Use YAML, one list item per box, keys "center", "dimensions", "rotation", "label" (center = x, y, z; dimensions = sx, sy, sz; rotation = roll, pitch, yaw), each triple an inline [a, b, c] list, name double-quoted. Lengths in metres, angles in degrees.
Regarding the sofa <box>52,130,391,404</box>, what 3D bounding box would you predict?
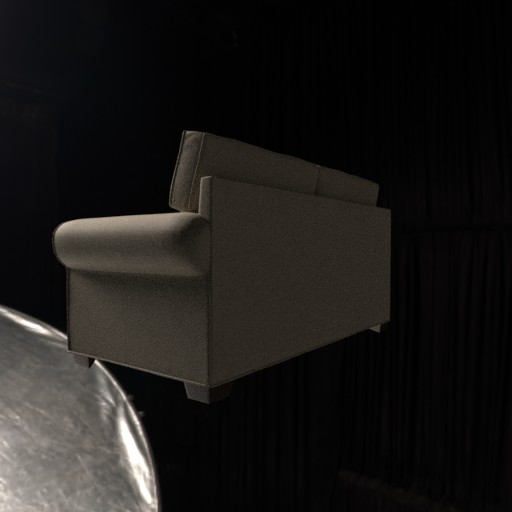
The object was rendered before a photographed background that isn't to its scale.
- center: [0.000, 0.000, 2.322]
  dimensions: [0.861, 0.933, 1.774]
  rotation: [1, 2, 37]
  label: "sofa"
